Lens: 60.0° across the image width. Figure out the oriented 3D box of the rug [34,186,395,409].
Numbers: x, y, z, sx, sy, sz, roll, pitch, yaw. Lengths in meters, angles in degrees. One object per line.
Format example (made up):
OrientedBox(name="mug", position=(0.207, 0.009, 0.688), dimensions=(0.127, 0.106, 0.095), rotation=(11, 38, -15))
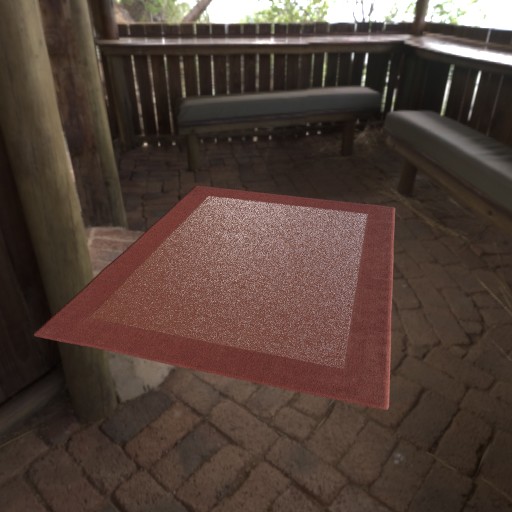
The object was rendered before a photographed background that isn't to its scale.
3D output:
OrientedBox(name="rug", position=(0.000, 0.000, 4.059), dimensions=(2.430, 0.018, 2.976), rotation=(8, 31, 14))
